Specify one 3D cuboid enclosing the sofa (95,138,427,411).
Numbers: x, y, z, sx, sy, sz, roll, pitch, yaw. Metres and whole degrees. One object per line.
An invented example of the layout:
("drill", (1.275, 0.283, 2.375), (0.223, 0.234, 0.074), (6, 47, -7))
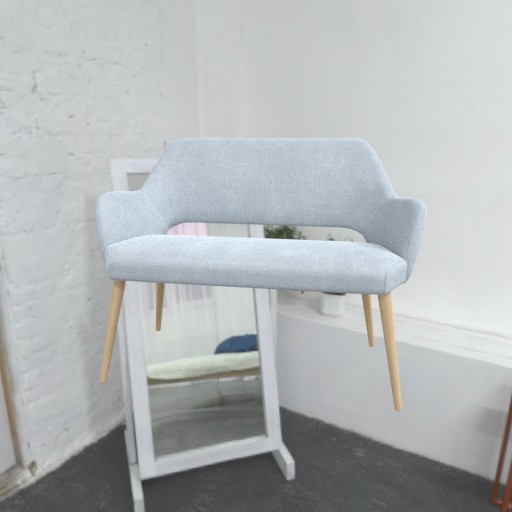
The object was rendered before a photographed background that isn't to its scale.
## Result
("sofa", (0.000, 0.000, 1.653), (1.150, 0.840, 0.610), (3, 16, 9))
